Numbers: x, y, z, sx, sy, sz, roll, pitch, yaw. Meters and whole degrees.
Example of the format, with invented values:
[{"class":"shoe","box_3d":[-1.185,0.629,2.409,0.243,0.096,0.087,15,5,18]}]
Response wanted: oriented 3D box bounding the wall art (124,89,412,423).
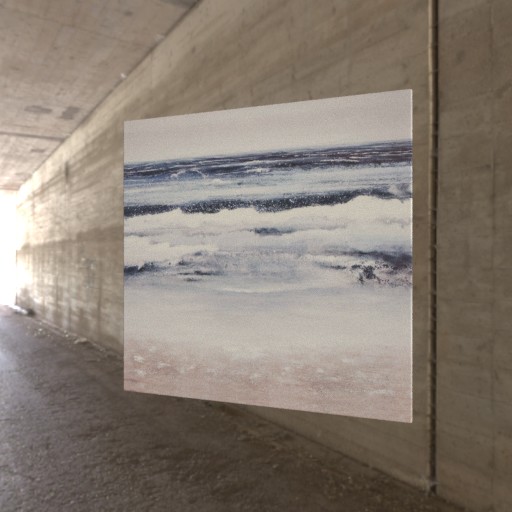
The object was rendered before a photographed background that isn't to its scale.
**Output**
[{"class":"wall art","box_3d":[0.000,0.000,1.137,0.755,0.747,0.065,0,0,19]}]
